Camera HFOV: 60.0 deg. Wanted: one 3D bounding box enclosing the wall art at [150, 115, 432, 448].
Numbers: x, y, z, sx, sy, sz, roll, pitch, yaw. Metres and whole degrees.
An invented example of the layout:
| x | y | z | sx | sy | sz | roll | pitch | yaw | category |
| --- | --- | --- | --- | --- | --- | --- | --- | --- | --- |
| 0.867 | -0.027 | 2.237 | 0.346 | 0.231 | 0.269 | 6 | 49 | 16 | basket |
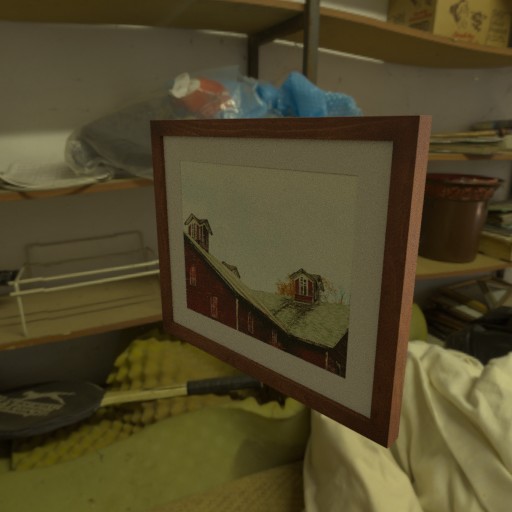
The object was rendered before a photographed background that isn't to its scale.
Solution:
| x | y | z | sx | sy | sz | roll | pitch | yaw | category |
| --- | --- | --- | --- | --- | --- | --- | --- | --- | --- |
| 0.000 | 0.000 | 0.771 | 0.558 | 0.457 | 0.033 | 15 | 22 | 42 | wall art |
